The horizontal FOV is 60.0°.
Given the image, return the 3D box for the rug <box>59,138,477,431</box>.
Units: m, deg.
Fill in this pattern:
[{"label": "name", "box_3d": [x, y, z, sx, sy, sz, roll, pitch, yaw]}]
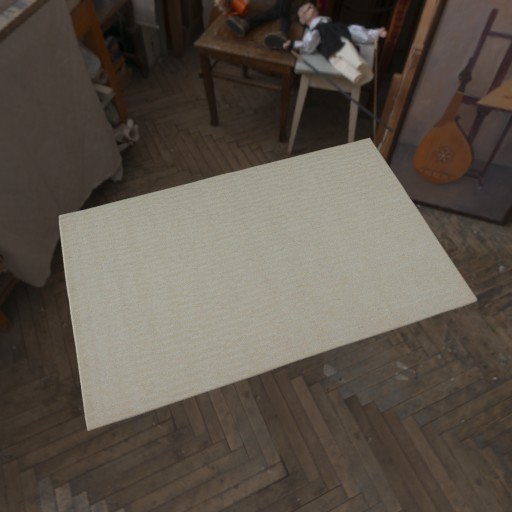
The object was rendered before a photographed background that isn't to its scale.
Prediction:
[{"label": "rug", "box_3d": [0.000, 0.000, 2.958, 2.441, 0.014, 1.531, -16, 59, -10]}]
